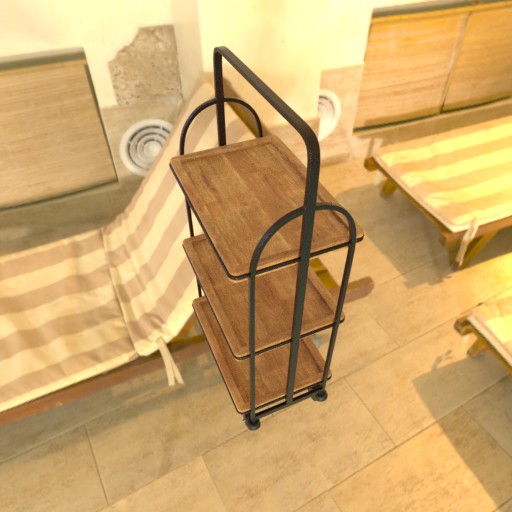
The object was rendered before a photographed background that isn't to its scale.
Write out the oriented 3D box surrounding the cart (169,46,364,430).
[{"bbox_3d":[0.000,0.000,1.242,0.327,1.001,0.553,-17,47,-16],"label":"cart"}]
